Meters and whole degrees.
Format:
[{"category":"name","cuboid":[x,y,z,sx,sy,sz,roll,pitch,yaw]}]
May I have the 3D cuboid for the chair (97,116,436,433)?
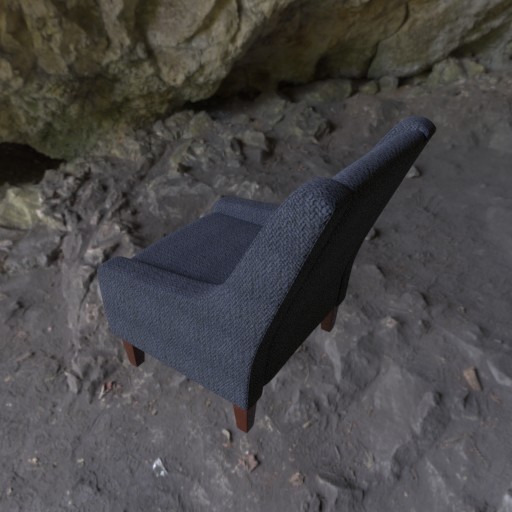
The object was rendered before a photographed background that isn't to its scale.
[{"category":"chair","cuboid":[0.000,0.000,1.686,0.944,1.012,0.793,20,37,29]}]
